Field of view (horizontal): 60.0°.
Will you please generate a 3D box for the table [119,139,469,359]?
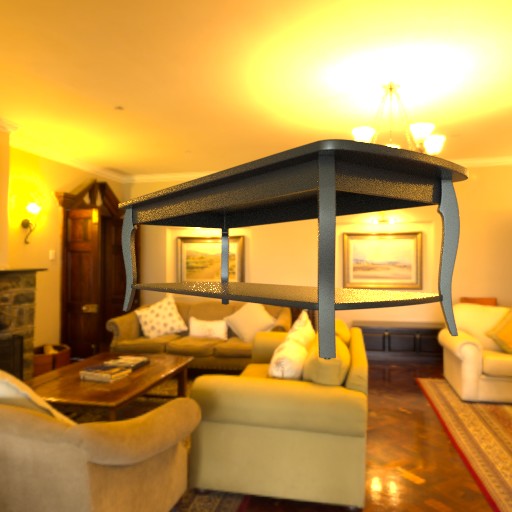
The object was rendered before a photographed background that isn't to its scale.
[{"bbox_3d":[0.000,0.000,1.561,0.571,0.457,1.333,1,-1,-37],"label":"table"}]
